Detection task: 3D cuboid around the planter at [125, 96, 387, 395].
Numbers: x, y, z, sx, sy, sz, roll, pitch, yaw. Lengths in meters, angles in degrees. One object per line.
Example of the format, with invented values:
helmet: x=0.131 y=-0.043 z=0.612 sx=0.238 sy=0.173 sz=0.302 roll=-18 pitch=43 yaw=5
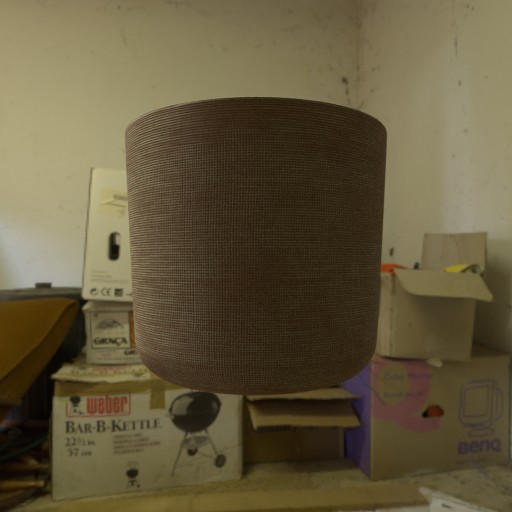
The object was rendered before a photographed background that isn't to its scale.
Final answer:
planter: x=0.000 y=0.000 z=0.774 sx=0.440 sy=0.398 sz=0.440 roll=0 pitch=-1 yaw=0
